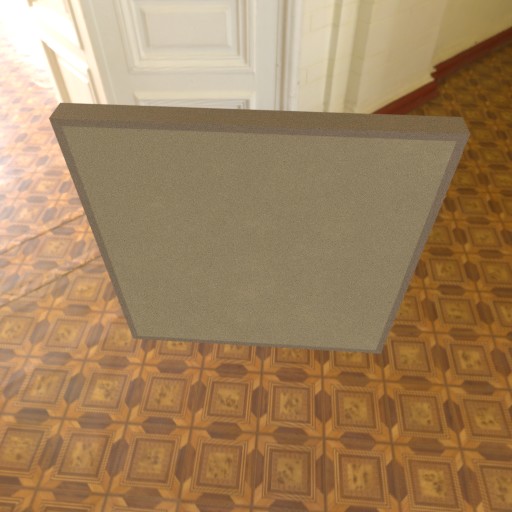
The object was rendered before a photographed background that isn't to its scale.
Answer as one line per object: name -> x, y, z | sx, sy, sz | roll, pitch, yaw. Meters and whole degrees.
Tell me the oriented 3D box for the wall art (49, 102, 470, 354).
wall art -> 0.000, 0.000, 0.733 | 0.508, 0.506, 0.038 | 3, 48, 3
